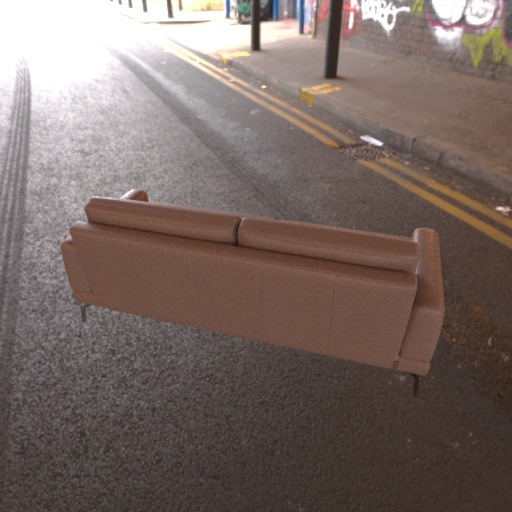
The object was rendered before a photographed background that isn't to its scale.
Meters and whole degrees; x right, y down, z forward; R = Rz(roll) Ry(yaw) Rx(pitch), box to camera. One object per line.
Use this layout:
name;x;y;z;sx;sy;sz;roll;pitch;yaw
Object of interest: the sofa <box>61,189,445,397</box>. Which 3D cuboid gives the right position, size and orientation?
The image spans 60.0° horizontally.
sofa;0.000;0.000;2.502;1.940;0.765;0.974;9;34;14
